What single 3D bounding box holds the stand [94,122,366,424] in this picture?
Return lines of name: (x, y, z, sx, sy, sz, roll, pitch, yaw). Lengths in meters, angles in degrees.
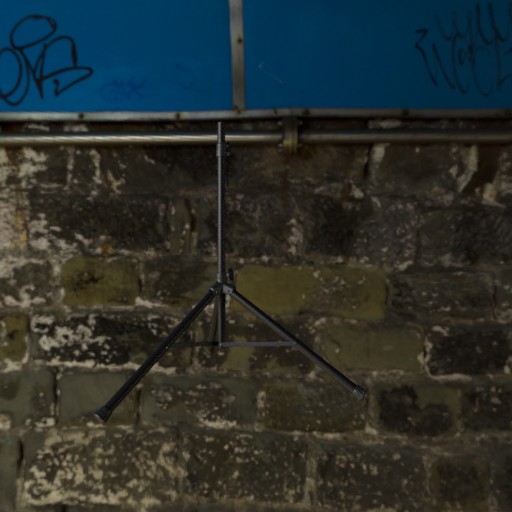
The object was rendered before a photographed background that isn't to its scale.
stand: (0.000, 0.000, 1.863, 0.907, 1.136, 1.045, 0, 1, 17)
